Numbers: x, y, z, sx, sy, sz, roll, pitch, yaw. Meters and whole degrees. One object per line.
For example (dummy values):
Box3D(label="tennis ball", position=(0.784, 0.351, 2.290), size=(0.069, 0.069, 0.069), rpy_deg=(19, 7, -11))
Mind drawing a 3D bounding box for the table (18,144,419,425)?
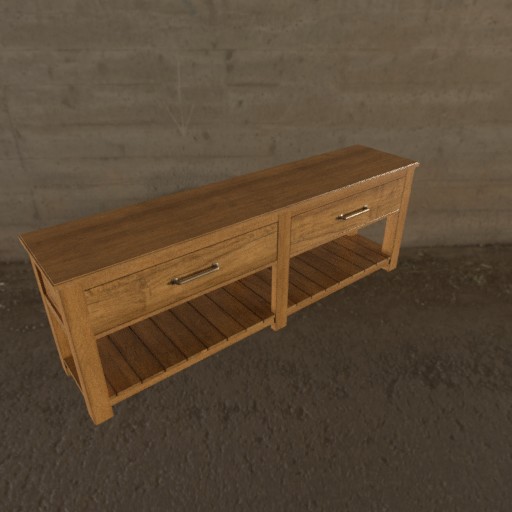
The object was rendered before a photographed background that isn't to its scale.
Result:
Box3D(label="table", position=(0.000, 0.000, 2.072), size=(1.815, 0.635, 0.425), rpy_deg=(-22, 37, -32))
